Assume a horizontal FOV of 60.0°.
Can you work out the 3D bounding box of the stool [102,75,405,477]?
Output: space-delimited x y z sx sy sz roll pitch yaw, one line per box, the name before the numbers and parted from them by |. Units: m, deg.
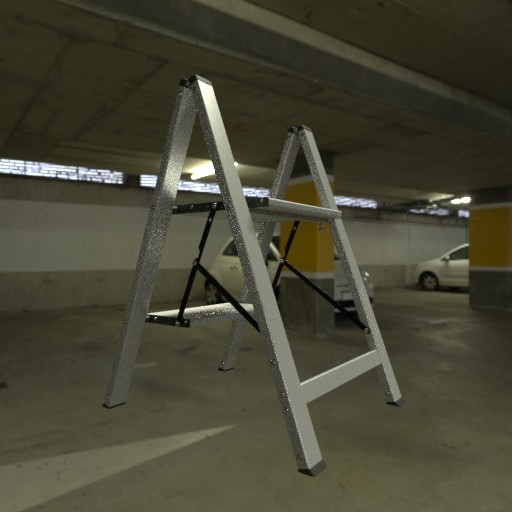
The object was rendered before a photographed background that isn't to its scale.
stool | 0.000 0.000 1.003 0.535 0.670 0.440 0 0 36
